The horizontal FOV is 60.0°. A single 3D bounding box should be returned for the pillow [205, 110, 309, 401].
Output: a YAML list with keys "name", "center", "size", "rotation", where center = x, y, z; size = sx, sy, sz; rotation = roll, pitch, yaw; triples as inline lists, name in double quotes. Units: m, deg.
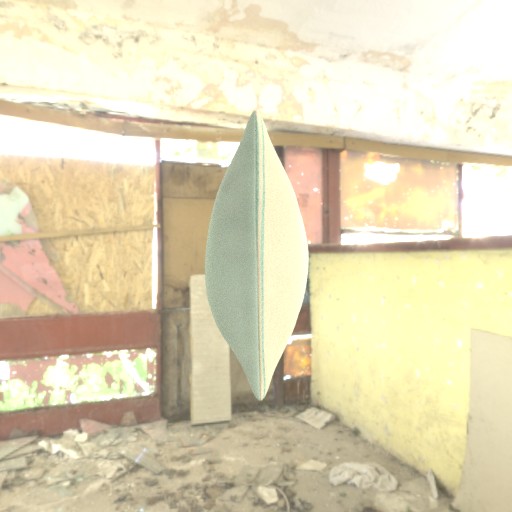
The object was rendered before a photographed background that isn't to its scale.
- name: "pillow"
  center: [0.000, 0.000, 0.740]
  size: [0.151, 0.287, 0.610]
  rotation: [0, 0, -1]
